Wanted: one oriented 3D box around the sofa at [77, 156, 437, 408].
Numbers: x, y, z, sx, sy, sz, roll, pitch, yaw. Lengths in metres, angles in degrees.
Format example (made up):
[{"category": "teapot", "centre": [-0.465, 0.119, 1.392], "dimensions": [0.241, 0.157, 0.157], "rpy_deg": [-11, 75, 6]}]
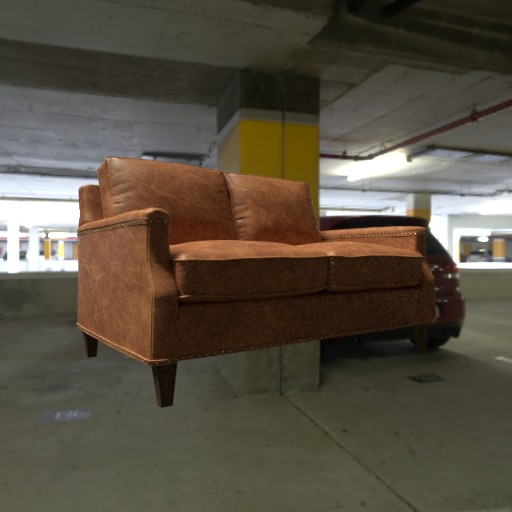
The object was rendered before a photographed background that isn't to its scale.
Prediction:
[{"category": "sofa", "centre": [0.000, 0.000, 2.290], "dimensions": [1.597, 1.003, 1.084], "rpy_deg": [0, 0, -36]}]
